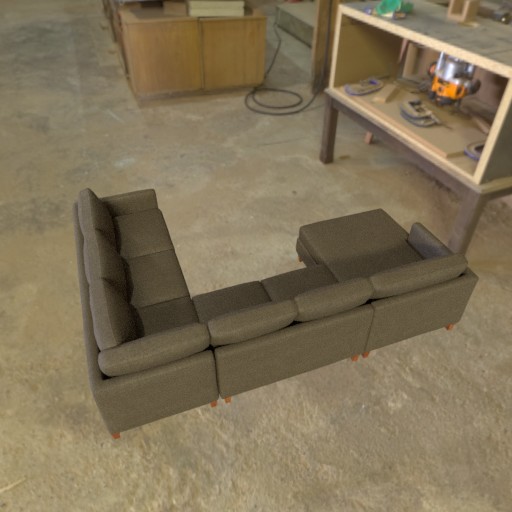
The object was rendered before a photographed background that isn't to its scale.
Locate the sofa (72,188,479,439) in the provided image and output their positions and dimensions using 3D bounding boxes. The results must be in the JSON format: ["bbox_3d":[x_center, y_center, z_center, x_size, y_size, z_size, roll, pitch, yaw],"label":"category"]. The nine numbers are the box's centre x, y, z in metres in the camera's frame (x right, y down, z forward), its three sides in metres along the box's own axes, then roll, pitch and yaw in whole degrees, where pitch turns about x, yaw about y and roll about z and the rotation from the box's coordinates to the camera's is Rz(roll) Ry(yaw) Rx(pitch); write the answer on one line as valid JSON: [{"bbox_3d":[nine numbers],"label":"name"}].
[{"bbox_3d":[0.000,0.000,4.653,3.460,0.961,2.594,-14,43,-15],"label":"sofa"}]
